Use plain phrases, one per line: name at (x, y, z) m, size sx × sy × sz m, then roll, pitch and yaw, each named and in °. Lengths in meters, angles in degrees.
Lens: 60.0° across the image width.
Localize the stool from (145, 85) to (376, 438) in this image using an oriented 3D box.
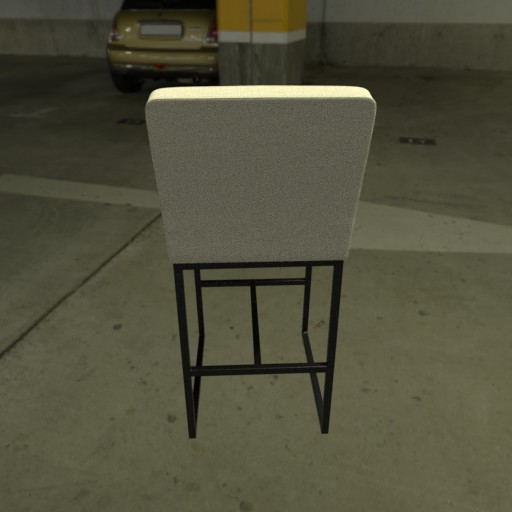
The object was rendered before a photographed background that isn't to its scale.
stool at (0.000, 0.000, 1.336) m, size 0.460 × 1.040 × 0.560 m, roll -1°, pitch 30°, yaw -2°
